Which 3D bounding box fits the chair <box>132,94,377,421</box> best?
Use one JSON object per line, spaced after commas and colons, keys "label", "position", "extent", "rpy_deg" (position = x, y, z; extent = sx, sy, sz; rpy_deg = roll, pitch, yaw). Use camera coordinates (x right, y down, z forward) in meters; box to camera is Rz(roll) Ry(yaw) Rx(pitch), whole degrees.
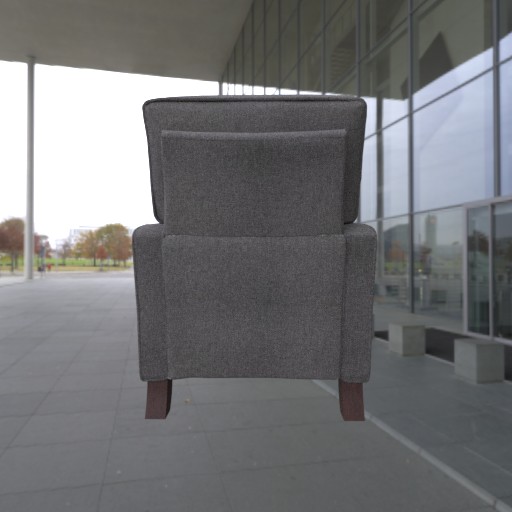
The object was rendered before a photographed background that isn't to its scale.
{"label": "chair", "position": [0.000, 0.000, 1.480], "extent": [0.650, 0.889, 0.775], "rpy_deg": [0, -1, 1]}
